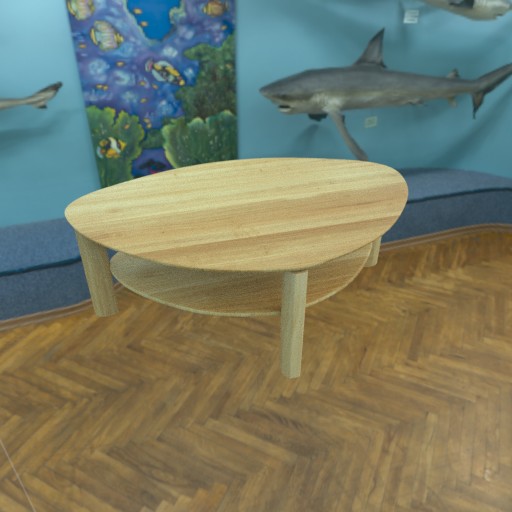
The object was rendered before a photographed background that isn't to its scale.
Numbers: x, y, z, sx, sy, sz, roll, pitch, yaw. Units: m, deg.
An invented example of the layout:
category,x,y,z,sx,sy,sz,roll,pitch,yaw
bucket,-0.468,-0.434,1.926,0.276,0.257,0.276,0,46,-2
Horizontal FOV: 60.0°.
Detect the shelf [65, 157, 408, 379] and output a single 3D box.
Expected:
category,x,y,z,sx,sy,sz,roll,pitch,yaw
shelf,0.000,0.000,1.639,1.246,0.440,0.845,-10,33,-15
